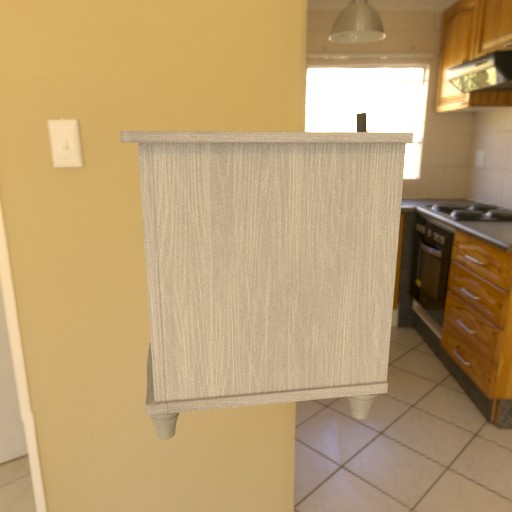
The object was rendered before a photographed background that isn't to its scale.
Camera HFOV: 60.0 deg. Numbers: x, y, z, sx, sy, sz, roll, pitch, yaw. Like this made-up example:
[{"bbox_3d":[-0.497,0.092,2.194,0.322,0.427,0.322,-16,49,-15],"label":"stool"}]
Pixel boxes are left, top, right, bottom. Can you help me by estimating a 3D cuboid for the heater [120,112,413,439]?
[{"bbox_3d":[0.000,0.000,0.775,0.400,0.481,0.362,-2,15,-9],"label":"heater"}]
